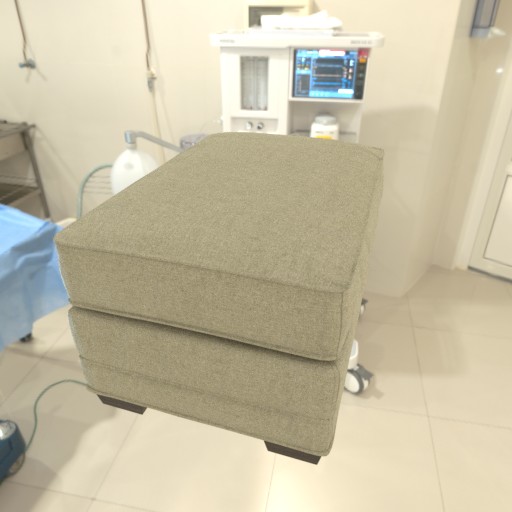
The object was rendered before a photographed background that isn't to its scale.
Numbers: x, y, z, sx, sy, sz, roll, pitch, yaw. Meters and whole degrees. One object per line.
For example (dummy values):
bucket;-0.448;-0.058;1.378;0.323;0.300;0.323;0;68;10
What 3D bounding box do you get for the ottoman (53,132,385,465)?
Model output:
ottoman;0.000;0.000;1.215;0.611;0.508;0.848;9;32;16
